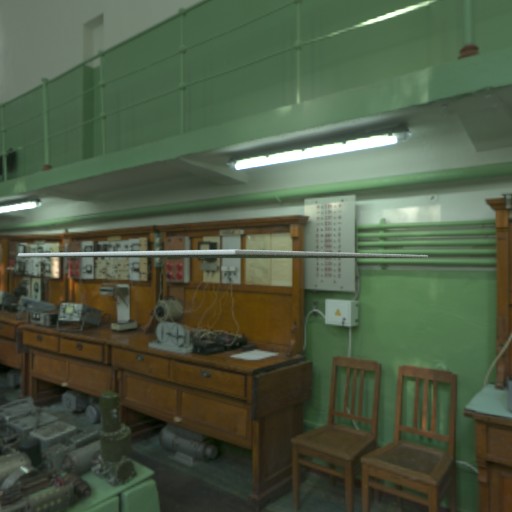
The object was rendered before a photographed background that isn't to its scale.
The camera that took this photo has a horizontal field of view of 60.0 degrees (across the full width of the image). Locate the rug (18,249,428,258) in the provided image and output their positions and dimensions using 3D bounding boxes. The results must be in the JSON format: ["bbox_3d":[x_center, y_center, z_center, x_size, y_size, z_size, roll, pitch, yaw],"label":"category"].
[{"bbox_3d":[0.000,0.000,2.293,1.222,0.015,1.828,0,-1,37],"label":"rug"}]
